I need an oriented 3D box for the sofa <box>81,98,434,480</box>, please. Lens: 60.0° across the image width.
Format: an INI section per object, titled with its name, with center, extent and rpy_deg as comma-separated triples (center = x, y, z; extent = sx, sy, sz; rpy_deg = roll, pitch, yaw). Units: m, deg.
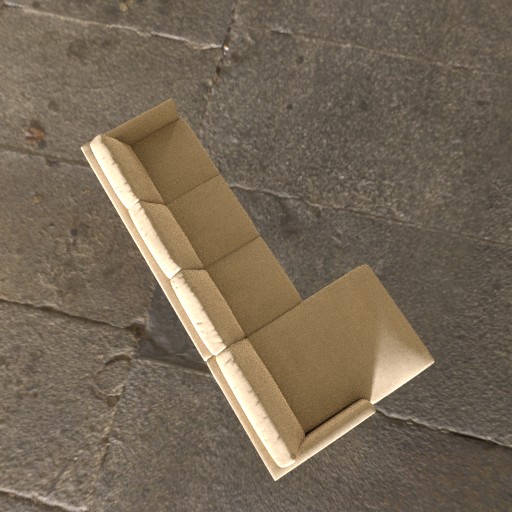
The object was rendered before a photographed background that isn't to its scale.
[sofa]
center = 0.000, 0.000, 3.926
extent = 1.650, 0.922, 3.205
rpy_deg = -31, 78, -7
